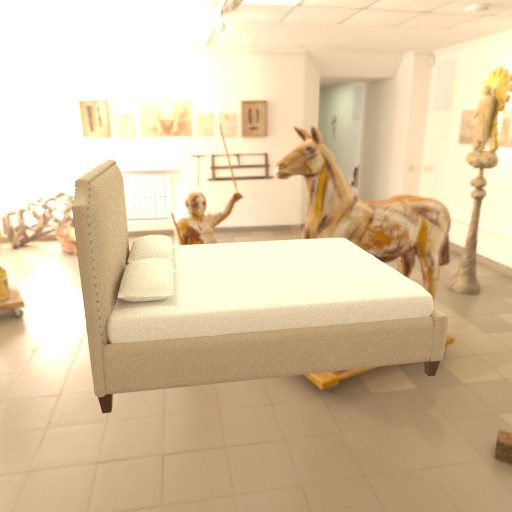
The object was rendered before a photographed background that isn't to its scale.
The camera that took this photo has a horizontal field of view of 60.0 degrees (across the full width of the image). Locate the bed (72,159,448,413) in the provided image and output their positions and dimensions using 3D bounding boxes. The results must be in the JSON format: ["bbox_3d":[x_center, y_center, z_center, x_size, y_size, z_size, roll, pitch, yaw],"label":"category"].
[{"bbox_3d":[0.000,0.000,3.521,2.372,1.443,1.713,-3,17,-10],"label":"bed"}]
